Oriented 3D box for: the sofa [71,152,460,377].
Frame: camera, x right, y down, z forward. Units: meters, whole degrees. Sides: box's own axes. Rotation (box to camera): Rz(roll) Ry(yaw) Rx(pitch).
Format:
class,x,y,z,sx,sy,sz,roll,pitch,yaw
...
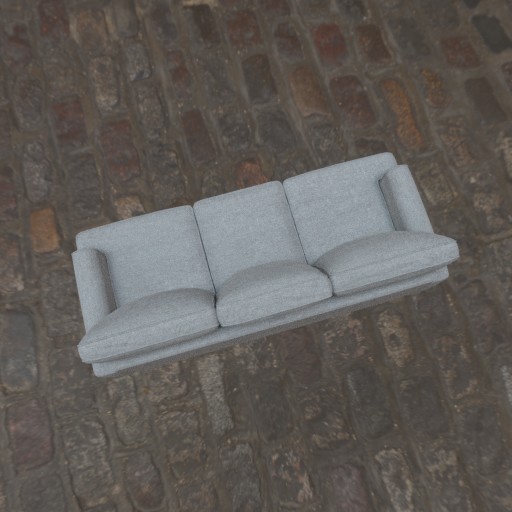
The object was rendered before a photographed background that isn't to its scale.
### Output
class,x,y,z,sx,sy,sz,roll,pitch,yaw
sofa,0.000,0.000,2.760,2.158,0.965,0.951,-15,77,-4
